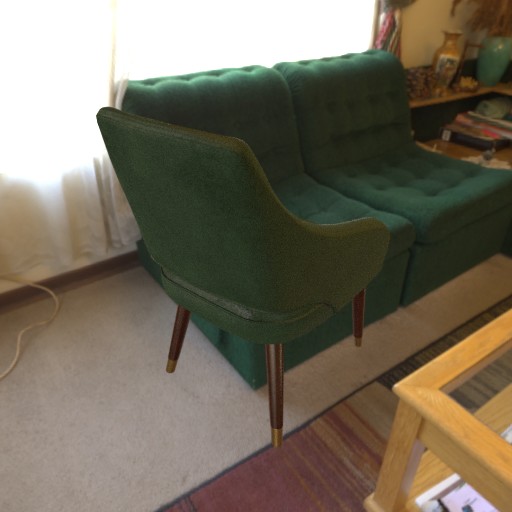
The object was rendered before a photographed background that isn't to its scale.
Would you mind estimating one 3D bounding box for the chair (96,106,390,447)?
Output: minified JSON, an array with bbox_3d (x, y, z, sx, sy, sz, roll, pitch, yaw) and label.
[{"bbox_3d":[0.000,0.000,1.514,0.683,1.081,0.794,23,39,31],"label":"chair"}]
